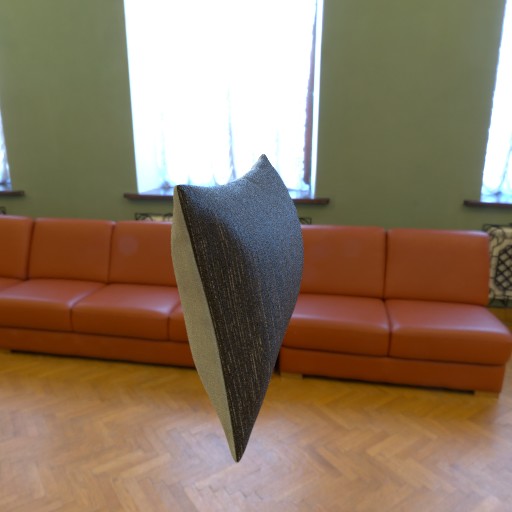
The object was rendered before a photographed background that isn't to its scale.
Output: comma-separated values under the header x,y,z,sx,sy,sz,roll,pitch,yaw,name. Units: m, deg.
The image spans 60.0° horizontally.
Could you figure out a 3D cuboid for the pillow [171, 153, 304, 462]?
x,y,z,sx,sy,sz,roll,pitch,yaw,name
0.000,0.000,0.738,0.156,0.305,0.608,2,16,8,pillow
